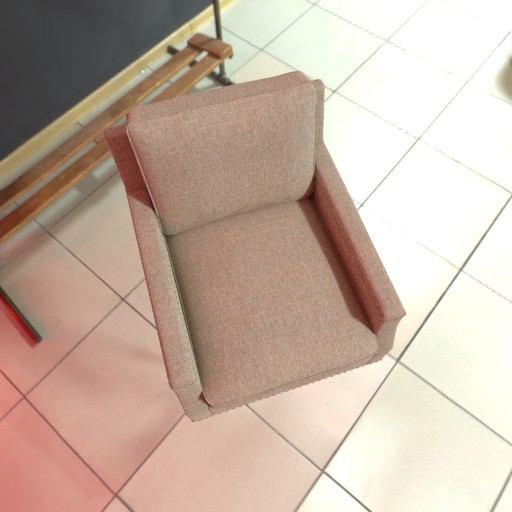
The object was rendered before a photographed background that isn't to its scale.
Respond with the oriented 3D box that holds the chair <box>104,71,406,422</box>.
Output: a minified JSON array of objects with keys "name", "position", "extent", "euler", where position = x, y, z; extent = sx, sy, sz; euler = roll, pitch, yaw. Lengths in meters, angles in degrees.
[{"name":"chair","position":[0.000,0.000,1.743],"extent":[0.853,0.943,1.014],"euler":[-16,65,-8]}]
